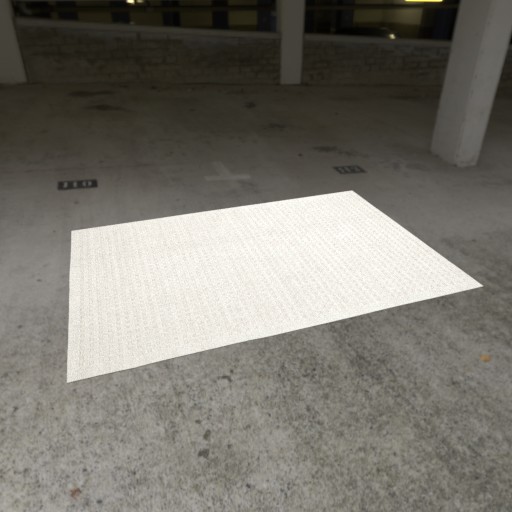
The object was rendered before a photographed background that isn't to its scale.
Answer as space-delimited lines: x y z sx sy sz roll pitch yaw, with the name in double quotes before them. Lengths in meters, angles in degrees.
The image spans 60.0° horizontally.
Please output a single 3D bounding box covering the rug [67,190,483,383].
"rug" 0.000 0.000 2.888 2.289 0.006 1.523 -10 33 -16
